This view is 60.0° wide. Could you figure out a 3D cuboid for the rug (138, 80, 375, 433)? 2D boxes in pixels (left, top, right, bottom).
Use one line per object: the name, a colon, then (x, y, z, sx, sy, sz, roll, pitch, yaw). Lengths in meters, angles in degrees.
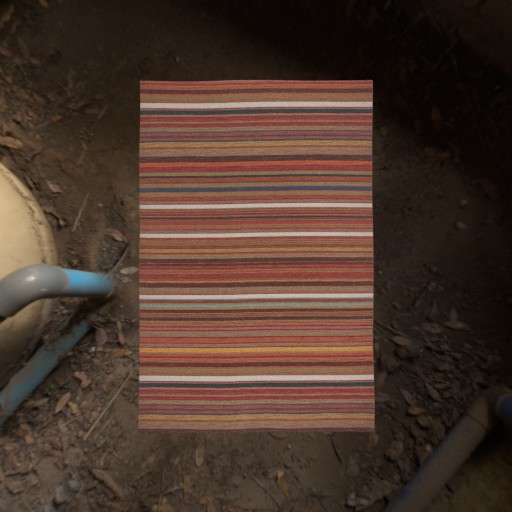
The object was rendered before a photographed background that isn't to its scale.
rug: (0.000, 0.000, 2.295, 1.217, 0.007, 1.828, 0, 89, 1)
